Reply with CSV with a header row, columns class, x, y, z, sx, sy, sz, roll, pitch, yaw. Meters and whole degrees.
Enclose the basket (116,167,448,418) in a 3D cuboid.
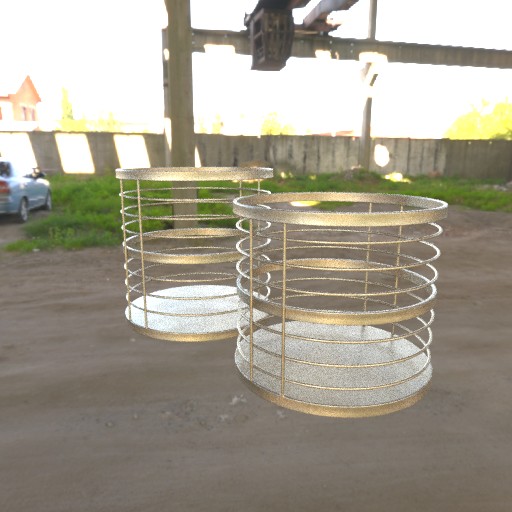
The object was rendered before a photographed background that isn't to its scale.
class,x,y,z,sx,sy,sz,roll,pitch,yaw
basket,0.000,0.000,0.926,0.746,0.351,0.356,12,18,44
